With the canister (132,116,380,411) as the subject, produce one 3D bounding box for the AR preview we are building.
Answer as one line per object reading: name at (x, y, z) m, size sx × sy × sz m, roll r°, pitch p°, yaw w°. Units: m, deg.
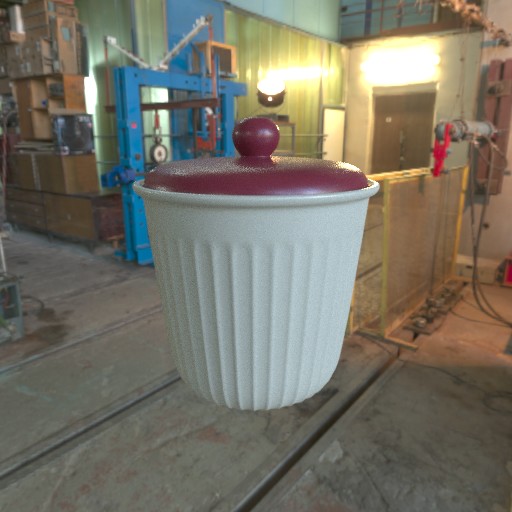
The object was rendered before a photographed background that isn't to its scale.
canister at (0.000, 0.000, 0.351) m, size 0.181 × 0.211 × 0.181 m, roll 0°, pitch 15°, yaw 0°
